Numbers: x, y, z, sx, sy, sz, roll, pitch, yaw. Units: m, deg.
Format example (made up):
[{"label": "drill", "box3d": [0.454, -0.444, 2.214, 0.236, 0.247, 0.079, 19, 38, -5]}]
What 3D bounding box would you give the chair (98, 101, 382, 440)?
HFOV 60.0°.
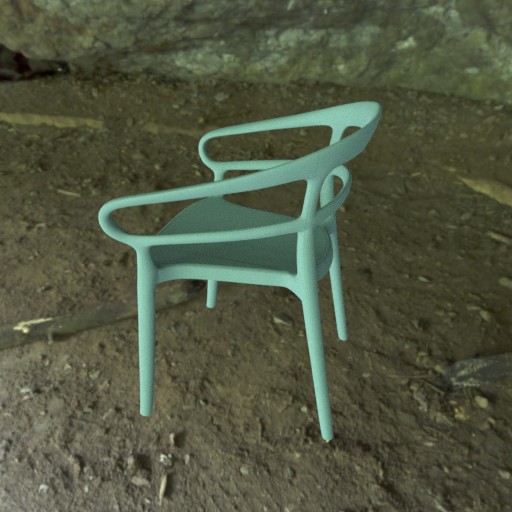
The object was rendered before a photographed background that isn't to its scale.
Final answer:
[{"label": "chair", "box3d": [0.000, 0.000, 1.142, 0.527, 0.761, 0.559, 8, 31, 13]}]
